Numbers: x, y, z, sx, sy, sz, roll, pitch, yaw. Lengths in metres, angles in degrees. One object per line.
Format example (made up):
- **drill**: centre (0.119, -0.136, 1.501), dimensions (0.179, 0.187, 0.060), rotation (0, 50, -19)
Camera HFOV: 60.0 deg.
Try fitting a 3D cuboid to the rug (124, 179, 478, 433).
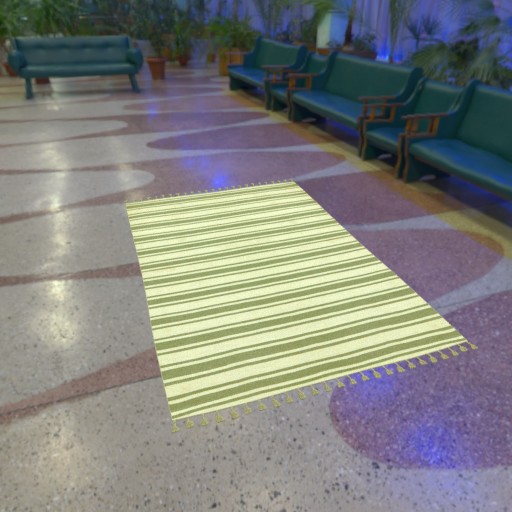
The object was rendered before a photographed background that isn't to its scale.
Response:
- **rug**: centre (0.000, 0.000, 2.986), dimensions (1.540, 0.018, 2.435), rotation (-10, 33, -16)
